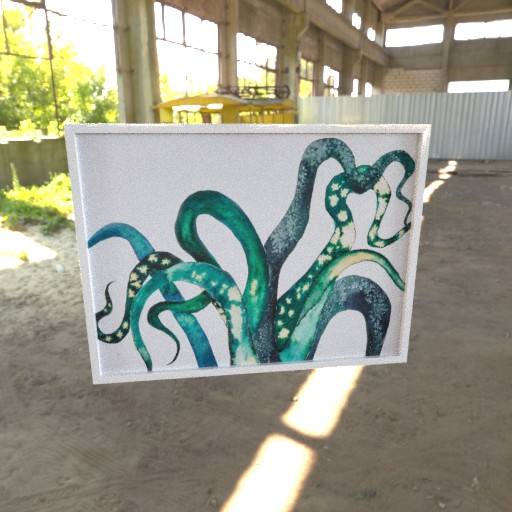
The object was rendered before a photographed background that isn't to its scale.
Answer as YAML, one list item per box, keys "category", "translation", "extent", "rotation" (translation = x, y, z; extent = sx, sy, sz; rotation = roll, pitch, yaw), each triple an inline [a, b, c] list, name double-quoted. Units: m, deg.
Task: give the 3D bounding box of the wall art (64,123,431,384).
- category: "wall art"
  translation: [0.000, 0.000, 1.379]
  extent: [1.041, 0.787, 0.053]
  rotation: [-2, 16, -7]
